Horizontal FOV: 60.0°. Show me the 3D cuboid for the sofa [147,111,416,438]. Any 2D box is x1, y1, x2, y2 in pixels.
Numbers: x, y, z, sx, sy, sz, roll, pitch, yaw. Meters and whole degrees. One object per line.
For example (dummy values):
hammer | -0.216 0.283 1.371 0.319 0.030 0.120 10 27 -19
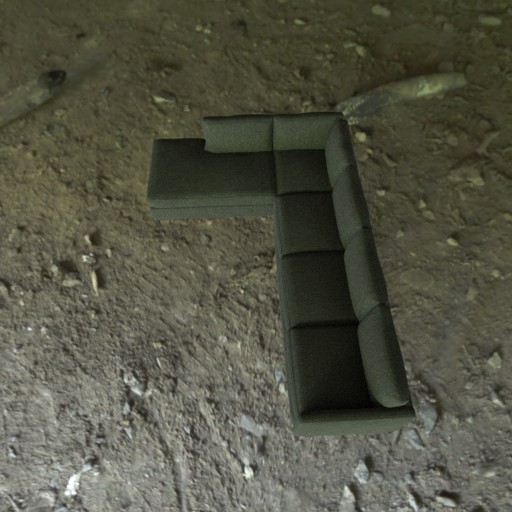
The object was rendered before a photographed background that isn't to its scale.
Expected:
sofa | 0.000 0.000 3.854 2.007 0.815 2.949 -3 58 -2
